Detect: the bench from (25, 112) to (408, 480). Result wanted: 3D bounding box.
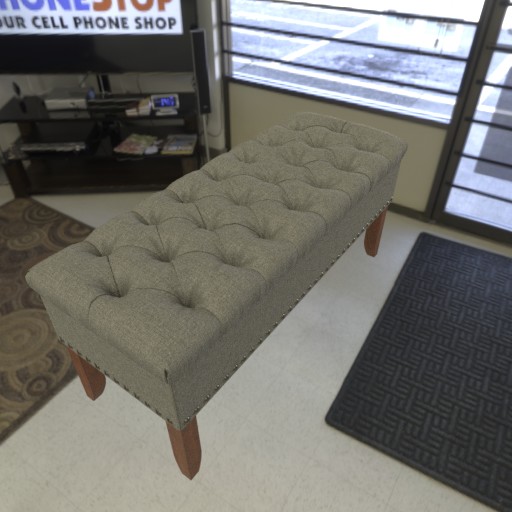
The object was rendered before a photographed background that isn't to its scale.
[{"bbox_3d":[0.000,0.000,1.260,0.417,0.470,1.052,25,45,27],"label":"bench"}]
